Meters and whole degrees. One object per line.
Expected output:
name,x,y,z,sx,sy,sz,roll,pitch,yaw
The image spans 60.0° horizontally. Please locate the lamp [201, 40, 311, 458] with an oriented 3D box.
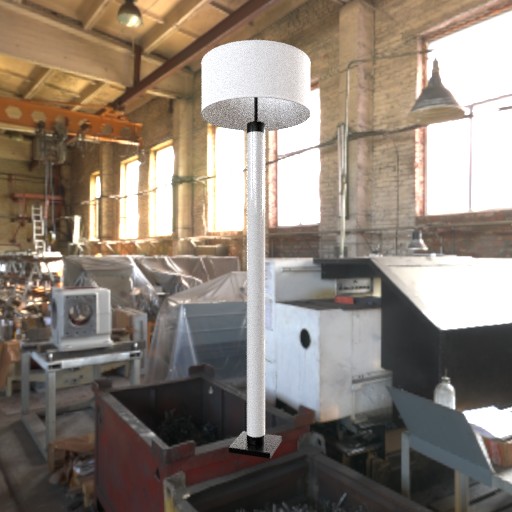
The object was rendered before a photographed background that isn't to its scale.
lamp,0.000,0.000,1.705,0.420,1.475,0.420,0,0,18
